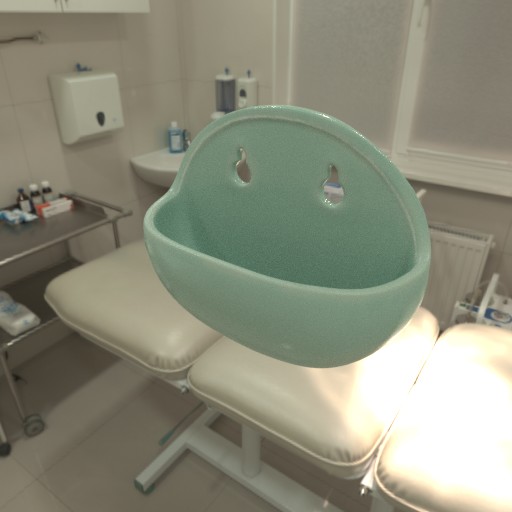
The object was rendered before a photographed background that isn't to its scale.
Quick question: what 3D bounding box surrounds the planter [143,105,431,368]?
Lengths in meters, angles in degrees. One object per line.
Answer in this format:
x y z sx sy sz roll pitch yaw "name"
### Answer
0.000 0.000 0.266 0.189 0.164 0.073 18 33 30 "planter"
